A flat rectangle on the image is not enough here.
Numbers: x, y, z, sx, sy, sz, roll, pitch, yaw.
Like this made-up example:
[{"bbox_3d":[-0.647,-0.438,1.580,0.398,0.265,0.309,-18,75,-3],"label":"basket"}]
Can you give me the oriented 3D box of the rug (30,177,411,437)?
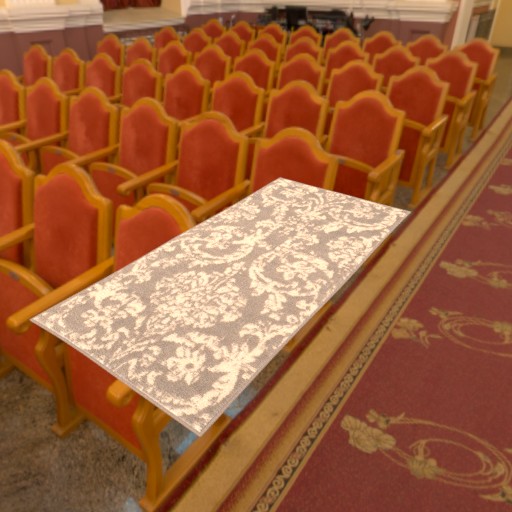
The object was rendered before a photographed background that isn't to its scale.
[{"bbox_3d":[0.000,0.000,1.439,0.604,0.007,1.219,21,38,30],"label":"rug"}]
